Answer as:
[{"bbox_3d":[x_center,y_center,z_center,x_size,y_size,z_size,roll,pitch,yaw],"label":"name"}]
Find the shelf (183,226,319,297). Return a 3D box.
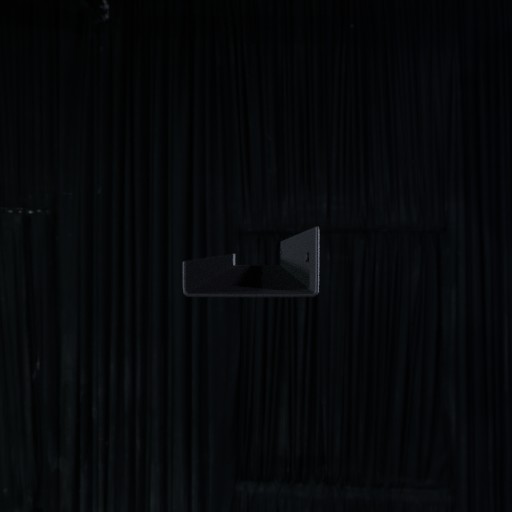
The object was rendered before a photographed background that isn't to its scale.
[{"bbox_3d":[0.000,0.000,0.631,0.102,0.053,0.605,0,1,1],"label":"shelf"}]
